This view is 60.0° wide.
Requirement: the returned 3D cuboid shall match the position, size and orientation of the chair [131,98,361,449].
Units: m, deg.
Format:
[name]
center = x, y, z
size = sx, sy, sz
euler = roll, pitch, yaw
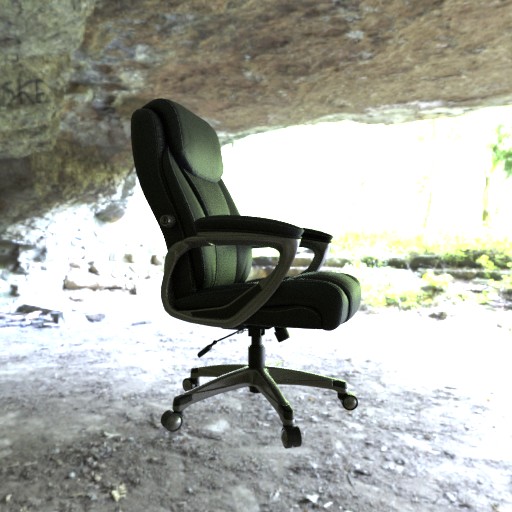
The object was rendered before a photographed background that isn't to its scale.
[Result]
[chair]
center = 0.000, 0.000, 1.706
size = 0.784, 1.167, 0.741
euler = 0, 1, 18
